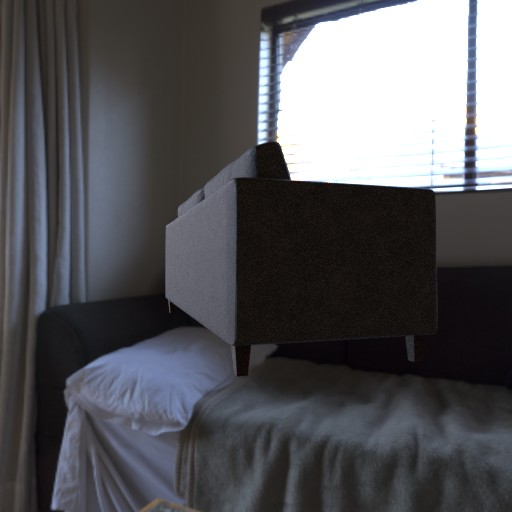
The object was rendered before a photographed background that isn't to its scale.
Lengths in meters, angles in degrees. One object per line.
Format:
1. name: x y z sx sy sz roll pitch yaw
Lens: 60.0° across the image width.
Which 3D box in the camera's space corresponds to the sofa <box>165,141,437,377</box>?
1. sofa: 0.000 0.000 2.929 0.951 0.965 2.434 0 -1 -17
